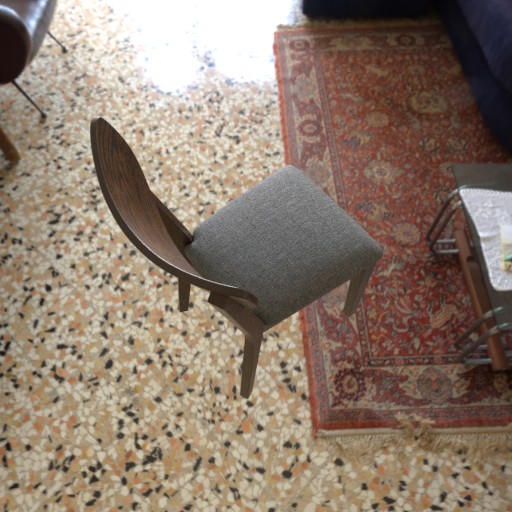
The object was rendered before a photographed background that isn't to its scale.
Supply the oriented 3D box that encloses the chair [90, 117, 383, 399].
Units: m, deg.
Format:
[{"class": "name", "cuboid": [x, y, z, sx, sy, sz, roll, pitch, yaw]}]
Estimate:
[{"class": "chair", "cuboid": [0.000, 0.000, 1.188, 0.583, 0.849, 0.491, -33, 65, -18]}]
